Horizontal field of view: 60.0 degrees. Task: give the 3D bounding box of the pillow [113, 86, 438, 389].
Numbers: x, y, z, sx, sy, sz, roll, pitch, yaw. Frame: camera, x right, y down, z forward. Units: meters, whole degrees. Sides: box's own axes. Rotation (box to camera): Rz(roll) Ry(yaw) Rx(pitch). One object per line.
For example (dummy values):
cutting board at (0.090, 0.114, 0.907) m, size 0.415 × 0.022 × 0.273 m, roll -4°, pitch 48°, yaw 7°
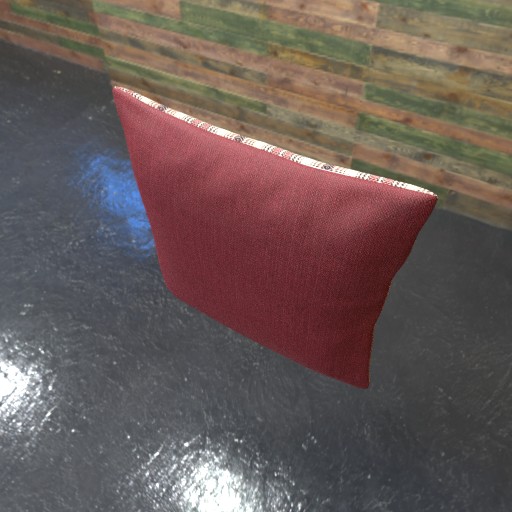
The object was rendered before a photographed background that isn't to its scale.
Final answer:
pillow at (0.000, 0.000, 0.782) m, size 0.513 × 0.497 × 0.166 m, roll 24°, pitch 52°, yaw 21°
